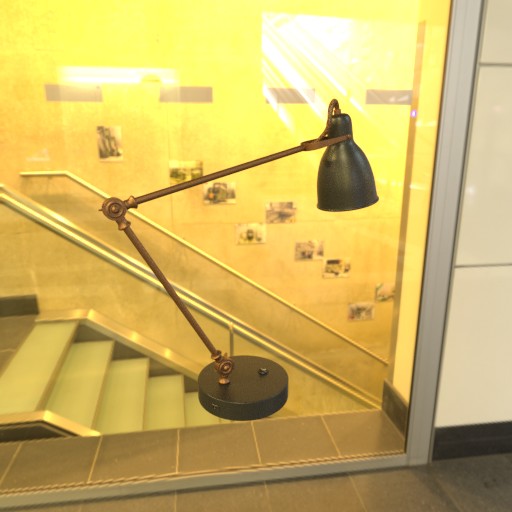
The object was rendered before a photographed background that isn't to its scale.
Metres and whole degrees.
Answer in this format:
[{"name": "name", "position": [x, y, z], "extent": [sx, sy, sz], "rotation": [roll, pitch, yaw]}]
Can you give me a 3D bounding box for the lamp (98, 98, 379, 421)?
[{"name": "lamp", "position": [0.000, 0.000, 0.860], "extent": [0.561, 0.587, 0.187], "rotation": [-8, 17, -27]}]
